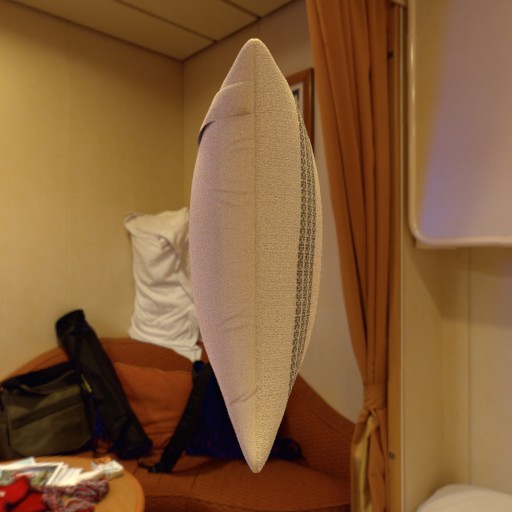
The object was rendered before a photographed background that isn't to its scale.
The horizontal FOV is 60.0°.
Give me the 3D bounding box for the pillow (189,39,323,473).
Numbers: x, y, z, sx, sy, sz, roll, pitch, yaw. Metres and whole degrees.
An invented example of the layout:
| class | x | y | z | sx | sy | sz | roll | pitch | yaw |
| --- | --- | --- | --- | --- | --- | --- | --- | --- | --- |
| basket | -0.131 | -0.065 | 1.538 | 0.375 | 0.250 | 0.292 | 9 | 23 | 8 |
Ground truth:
| class | x | y | z | sx | sy | sz | roll | pitch | yaw |
| --- | --- | --- | --- | --- | --- | --- | --- | --- | --- |
| pillow | 0.000 | 0.000 | 0.608 | 0.173 | 0.406 | 0.405 | 0 | 0 | 0 |
